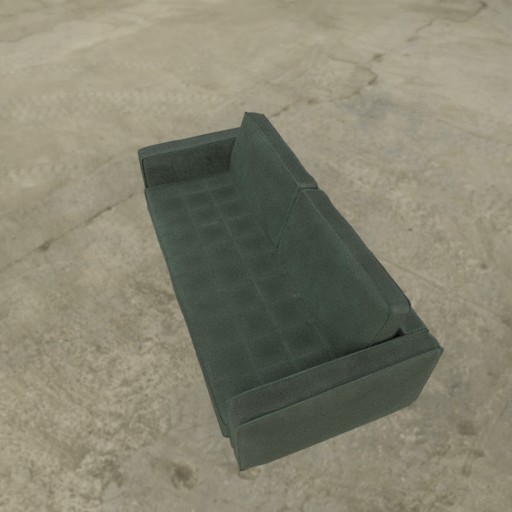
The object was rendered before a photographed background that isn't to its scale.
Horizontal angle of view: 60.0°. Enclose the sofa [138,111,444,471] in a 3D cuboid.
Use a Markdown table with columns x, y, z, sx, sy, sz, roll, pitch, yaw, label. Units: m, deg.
| x | y | z | sx | sy | sz | roll | pitch | yaw | label |
| --- | --- | --- | --- | --- | --- | --- | --- | --- | --- |
| 0.000 | 0.000 | 2.293 | 0.886 | 0.781 | 1.816 | -15 | 48 | -14 | sofa |
